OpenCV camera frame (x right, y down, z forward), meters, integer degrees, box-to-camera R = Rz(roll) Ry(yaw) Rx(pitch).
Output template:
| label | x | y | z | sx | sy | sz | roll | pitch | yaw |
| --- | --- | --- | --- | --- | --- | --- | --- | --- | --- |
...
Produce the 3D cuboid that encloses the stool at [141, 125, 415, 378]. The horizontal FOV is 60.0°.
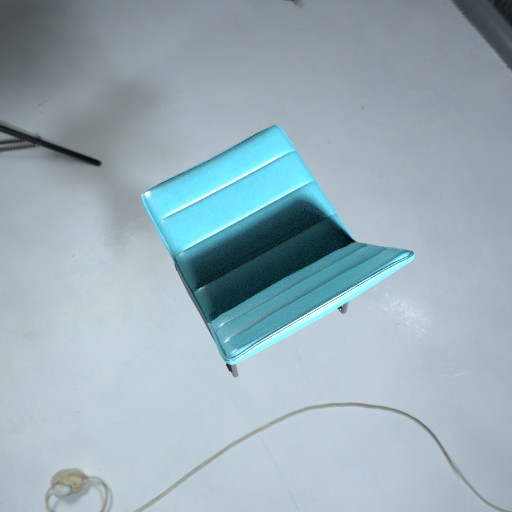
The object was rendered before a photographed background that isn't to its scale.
| label | x | y | z | sx | sy | sz | roll | pitch | yaw |
| --- | --- | --- | --- | --- | --- | --- | --- | --- | --- |
| stool | 0.000 | 0.000 | 1.258 | 0.489 | 0.936 | 0.524 | -29 | 78 | -7 |
